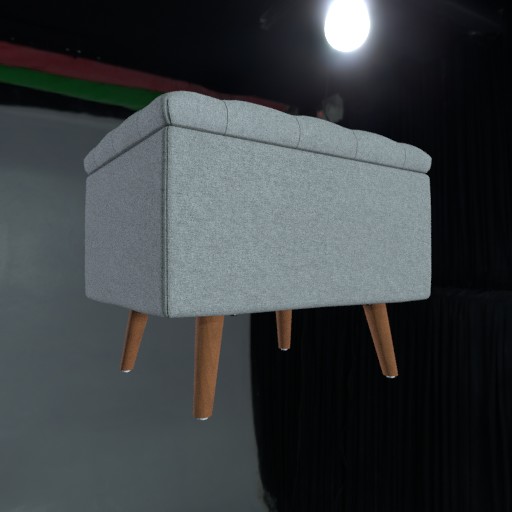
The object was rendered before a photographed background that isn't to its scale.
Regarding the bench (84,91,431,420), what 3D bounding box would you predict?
[{"bbox_3d":[0.000,0.000,0.881,0.572,0.469,0.417,1,-1,-34],"label":"bench"}]
